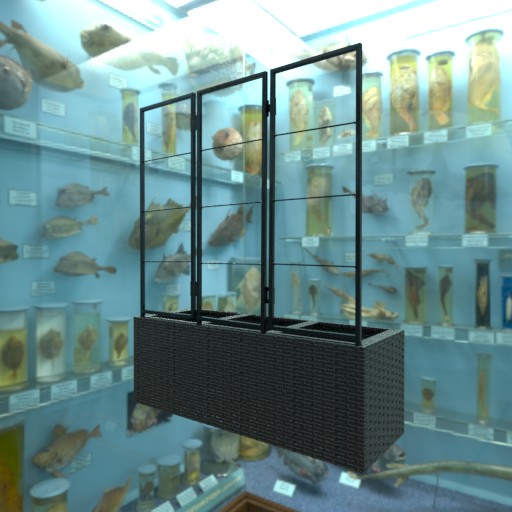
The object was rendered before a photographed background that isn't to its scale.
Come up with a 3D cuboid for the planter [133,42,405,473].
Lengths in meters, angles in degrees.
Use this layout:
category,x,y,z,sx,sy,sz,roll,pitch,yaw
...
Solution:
category,x,y,z,sx,sy,sz,roll,pitch,yaw
planter,0.000,0.000,1.157,0.699,0.841,0.244,0,0,37
